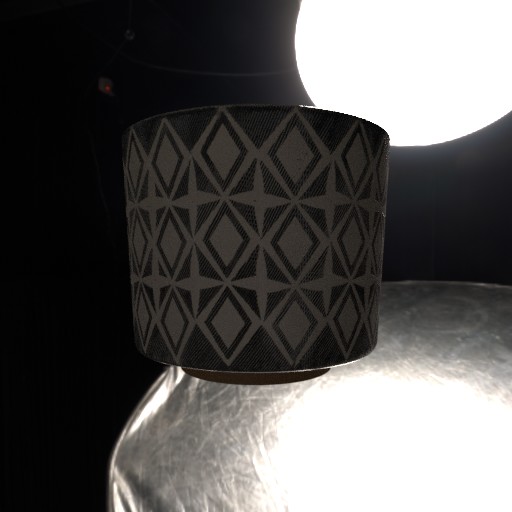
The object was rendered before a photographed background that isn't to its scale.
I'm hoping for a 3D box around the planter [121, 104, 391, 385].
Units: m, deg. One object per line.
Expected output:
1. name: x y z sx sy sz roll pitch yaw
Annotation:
1. planter: 0.000 0.000 0.448 0.260 0.220 0.260 0 0 0
